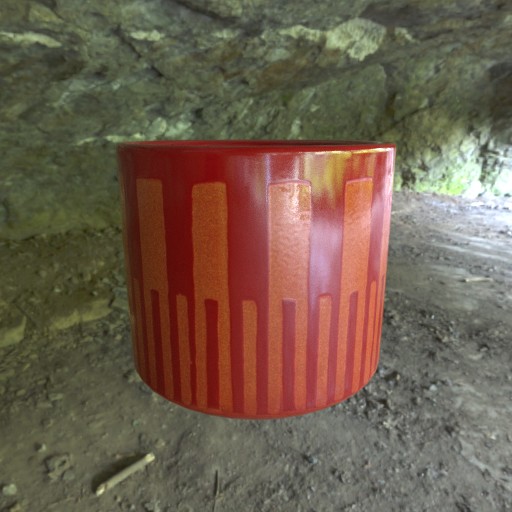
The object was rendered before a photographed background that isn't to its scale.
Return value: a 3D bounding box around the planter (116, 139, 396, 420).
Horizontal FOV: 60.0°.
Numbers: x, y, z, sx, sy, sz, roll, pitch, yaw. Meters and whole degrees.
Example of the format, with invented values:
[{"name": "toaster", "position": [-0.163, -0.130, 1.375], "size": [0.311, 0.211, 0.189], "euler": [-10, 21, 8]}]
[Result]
[{"name": "planter", "position": [0.000, 0.000, 0.405], "size": [0.230, 0.202, 0.230], "euler": [0, 16, 0]}]
